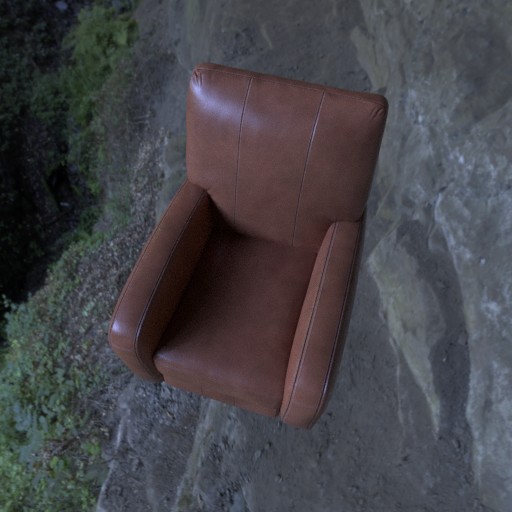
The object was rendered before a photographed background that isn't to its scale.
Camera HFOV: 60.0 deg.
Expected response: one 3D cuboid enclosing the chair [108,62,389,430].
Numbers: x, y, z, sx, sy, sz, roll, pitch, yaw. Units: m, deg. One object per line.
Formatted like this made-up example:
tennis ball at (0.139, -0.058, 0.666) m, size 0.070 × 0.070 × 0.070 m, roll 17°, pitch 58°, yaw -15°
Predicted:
chair at (0.000, 0.000, 1.640) m, size 0.762 × 0.990 × 0.990 m, roll 15°, pitch 60°, yaw 9°
